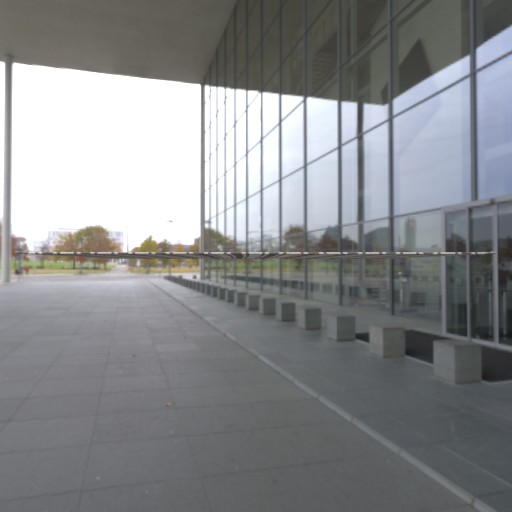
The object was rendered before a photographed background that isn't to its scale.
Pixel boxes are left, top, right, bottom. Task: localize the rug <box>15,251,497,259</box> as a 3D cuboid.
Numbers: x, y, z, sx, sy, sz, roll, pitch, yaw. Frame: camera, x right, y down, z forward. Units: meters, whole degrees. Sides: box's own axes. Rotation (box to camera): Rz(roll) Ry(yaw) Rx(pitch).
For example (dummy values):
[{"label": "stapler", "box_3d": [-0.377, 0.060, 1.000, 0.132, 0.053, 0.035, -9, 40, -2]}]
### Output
[{"label": "rug", "box_3d": [0.000, 0.000, 2.978, 2.425, 0.014, 1.563, 0, -1, -1]}]
